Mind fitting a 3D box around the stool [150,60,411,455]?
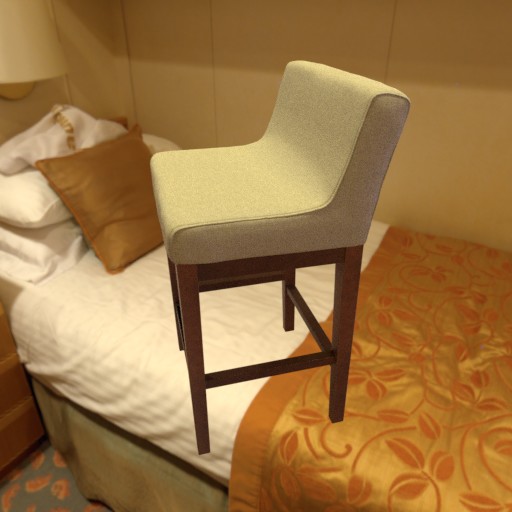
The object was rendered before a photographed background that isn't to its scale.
[{"bbox_3d":[0.000,0.000,1.218,0.500,0.937,0.511,-8,31,-13],"label":"stool"}]
